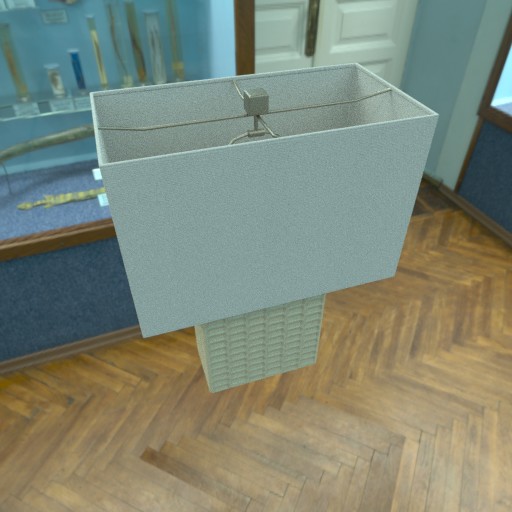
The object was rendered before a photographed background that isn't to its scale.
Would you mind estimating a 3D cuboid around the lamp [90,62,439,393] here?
[{"bbox_3d":[0.000,0.000,0.696,0.380,0.515,0.200,-12,42,-14],"label":"lamp"}]
